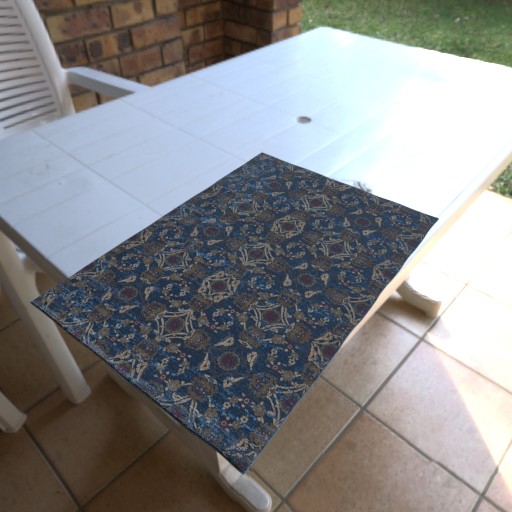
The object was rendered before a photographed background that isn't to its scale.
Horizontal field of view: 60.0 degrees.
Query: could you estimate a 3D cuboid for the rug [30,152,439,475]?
[{"bbox_3d":[0.000,0.000,2.828,1.567,0.014,2.207,27,48,27],"label":"rug"}]
